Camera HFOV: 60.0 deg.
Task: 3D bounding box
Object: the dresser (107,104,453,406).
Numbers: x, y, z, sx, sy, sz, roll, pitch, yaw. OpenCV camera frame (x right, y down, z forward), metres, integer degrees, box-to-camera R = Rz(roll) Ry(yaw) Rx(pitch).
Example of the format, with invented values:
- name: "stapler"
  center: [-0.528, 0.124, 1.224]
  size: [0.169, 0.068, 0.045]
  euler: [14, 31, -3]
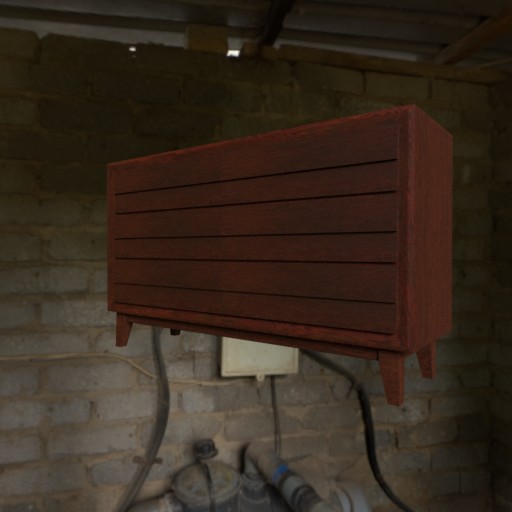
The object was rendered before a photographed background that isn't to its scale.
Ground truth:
- name: "dresser"
  center: [0.000, 0.000, 2.073]
  size: [1.609, 0.971, 0.499]
  euler: [1, 1, 37]
